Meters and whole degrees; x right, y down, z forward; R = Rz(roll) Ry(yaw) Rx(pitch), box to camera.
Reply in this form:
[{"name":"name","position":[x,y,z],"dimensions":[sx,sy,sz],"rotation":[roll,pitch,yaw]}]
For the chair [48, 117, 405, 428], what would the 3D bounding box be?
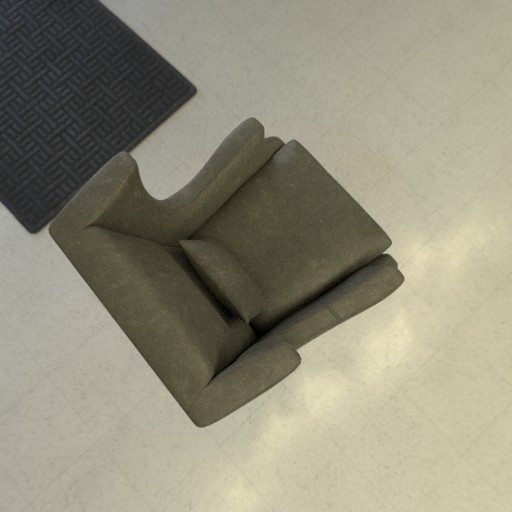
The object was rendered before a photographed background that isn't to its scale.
[{"name":"chair","position":[0.000,0.000,1.664],"dimensions":[0.926,1.016,0.853],"rotation":[-39,79,-9]}]
